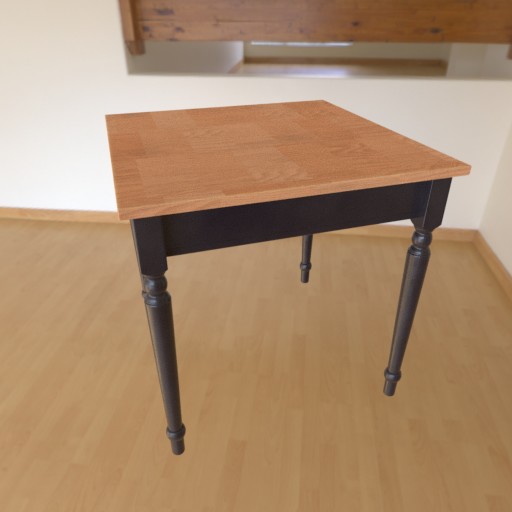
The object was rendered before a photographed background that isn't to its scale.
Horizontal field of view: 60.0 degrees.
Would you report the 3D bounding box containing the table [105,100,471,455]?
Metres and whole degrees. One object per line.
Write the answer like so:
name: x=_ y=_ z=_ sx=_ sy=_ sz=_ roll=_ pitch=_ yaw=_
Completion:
table: x=0.000 y=0.000 z=1.359 sx=0.747 sy=0.738 sz=0.747 roll=-9 pitch=32 yaw=-15
